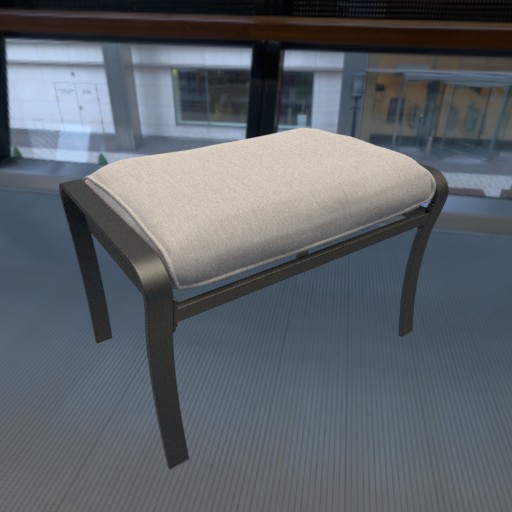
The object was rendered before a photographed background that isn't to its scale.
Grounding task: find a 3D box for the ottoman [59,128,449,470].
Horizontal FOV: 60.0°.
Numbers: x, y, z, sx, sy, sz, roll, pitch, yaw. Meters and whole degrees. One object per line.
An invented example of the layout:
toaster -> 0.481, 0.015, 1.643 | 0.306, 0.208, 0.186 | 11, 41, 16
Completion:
ottoman -> 0.000, 0.000, 0.902 | 0.610, 0.422, 0.406 | -19, 35, -30
